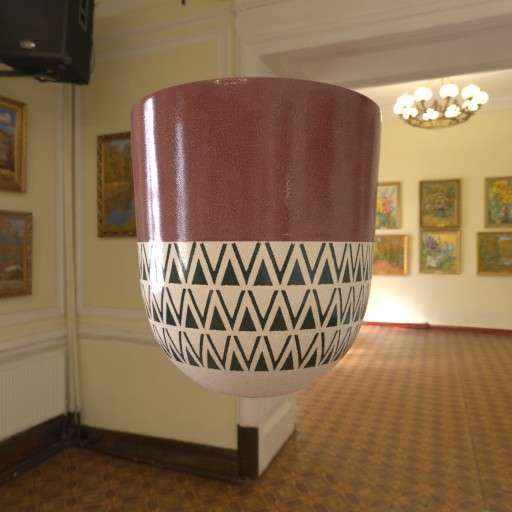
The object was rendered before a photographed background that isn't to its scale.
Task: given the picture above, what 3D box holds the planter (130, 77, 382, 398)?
[{"bbox_3d":[0.000,0.000,0.358,0.195,0.214,0.195,0,1,0],"label":"planter"}]
